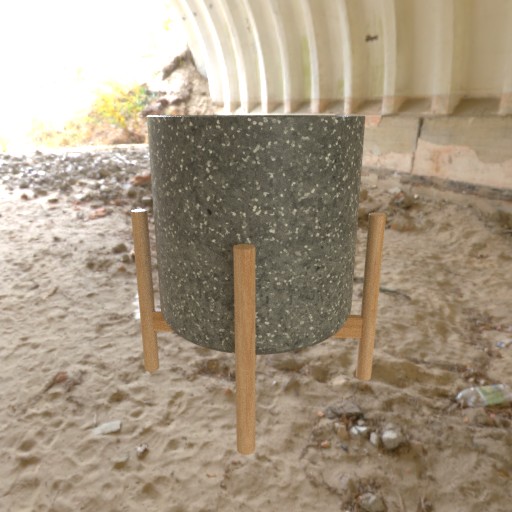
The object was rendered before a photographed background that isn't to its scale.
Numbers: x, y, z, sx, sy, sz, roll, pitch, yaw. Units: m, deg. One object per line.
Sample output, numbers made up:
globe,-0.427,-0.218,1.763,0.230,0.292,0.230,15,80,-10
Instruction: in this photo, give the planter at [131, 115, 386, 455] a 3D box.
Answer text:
planter,0.000,0.000,0.695,0.360,0.419,0.360,9,20,25
